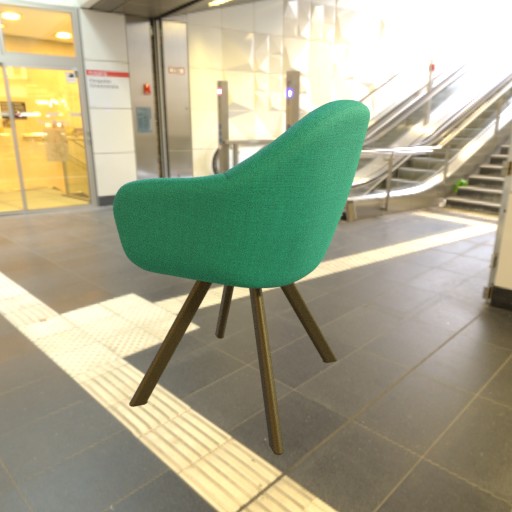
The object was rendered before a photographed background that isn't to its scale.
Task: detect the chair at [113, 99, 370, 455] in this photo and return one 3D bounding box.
[{"bbox_3d":[0.000,0.000,1.208,0.550,0.795,0.590,8,18,24],"label":"chair"}]
